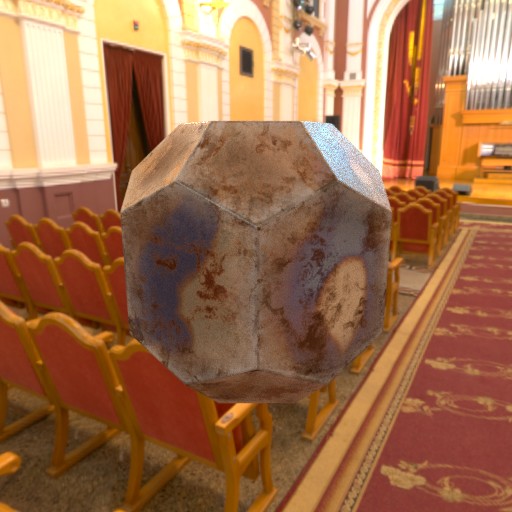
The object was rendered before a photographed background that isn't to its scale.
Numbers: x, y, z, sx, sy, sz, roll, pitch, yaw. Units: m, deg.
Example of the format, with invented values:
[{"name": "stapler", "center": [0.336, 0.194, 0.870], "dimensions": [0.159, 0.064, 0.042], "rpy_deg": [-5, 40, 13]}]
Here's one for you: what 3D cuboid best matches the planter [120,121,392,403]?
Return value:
[{"name": "planter", "center": [0.000, 0.000, 0.415], "dimensions": [0.243, 0.238, 0.221], "rpy_deg": [8, 17, 29]}]
